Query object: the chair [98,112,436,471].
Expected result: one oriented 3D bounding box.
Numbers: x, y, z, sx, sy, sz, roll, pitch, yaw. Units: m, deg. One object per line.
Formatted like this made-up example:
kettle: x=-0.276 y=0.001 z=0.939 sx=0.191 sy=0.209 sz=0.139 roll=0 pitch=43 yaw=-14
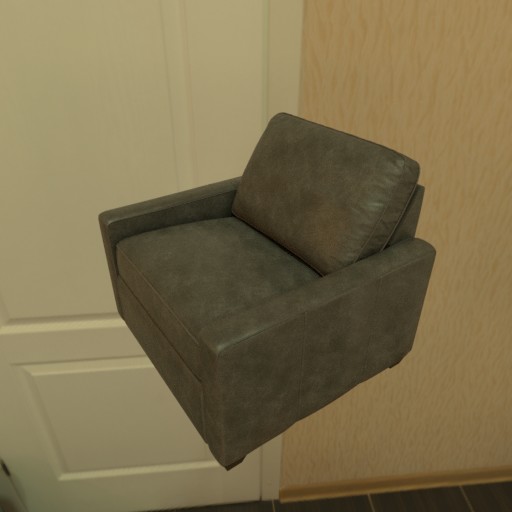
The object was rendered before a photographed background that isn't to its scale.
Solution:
chair: x=0.000 y=0.000 z=1.776 sx=0.939 sy=0.916 sz=1.006 roll=-20 pitch=38 yaw=-29
